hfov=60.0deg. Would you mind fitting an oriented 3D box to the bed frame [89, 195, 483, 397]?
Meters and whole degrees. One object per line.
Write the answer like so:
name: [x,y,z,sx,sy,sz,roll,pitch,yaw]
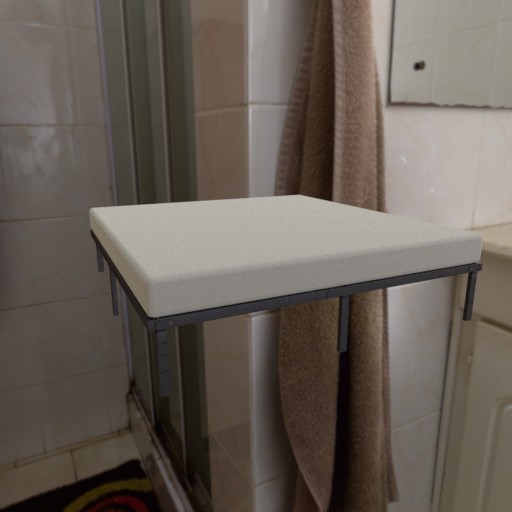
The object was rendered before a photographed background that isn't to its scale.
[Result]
bed frame: [0.000,0.000,3.967,2.526,0.680,2.635,-7,16,-25]
